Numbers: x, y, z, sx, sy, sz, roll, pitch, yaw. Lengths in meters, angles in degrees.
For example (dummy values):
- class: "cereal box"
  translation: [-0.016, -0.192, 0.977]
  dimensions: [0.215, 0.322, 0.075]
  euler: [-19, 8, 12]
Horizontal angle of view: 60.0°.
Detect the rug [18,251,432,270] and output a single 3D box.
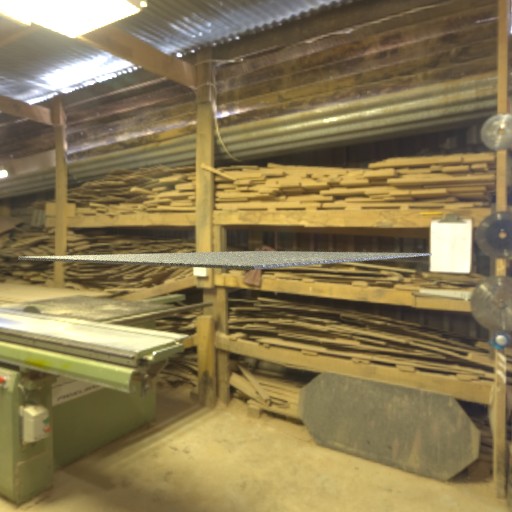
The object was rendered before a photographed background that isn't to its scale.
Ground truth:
- class: "rug"
  translation: [0.000, 0.000, 2.745]
  dimensions: [1.543, 0.015, 2.144]
  euler: [1, 2, 36]
